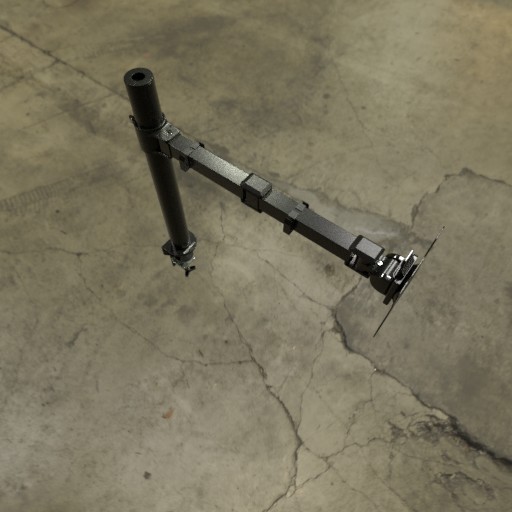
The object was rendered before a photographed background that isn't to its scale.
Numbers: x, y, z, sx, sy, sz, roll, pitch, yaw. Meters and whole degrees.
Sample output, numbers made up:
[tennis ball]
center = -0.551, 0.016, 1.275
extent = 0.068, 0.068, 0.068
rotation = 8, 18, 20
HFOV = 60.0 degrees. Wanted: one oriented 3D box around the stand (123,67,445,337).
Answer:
[stand]
center = 0.000, 0.000, 0.735
extent = 0.456, 0.510, 0.115
rotation = 33, 64, 19
